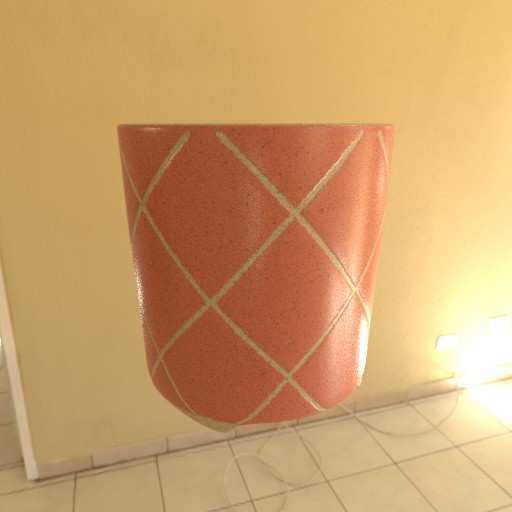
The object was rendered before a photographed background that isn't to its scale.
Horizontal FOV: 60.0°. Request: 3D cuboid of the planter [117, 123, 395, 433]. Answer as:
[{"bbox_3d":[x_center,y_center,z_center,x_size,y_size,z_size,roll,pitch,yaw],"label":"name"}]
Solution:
[{"bbox_3d":[0.000,0.000,0.410,0.227,0.235,0.227,0,16,0],"label":"planter"}]
